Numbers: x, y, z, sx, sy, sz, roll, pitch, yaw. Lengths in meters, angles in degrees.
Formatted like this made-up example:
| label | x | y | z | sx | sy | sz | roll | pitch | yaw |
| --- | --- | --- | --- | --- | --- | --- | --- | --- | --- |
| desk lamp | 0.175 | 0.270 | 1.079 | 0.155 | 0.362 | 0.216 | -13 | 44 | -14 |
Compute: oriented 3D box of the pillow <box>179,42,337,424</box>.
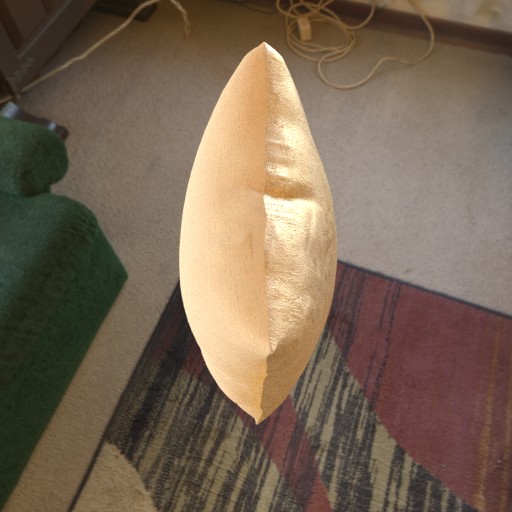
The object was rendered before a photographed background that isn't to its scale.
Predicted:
| label | x | y | z | sx | sy | sz | roll | pitch | yaw |
| --- | --- | --- | --- | --- | --- | --- | --- | --- | --- |
| pillow | 0.000 | 0.000 | 0.707 | 0.245 | 0.448 | 0.450 | 2 | 62 | 1 |
